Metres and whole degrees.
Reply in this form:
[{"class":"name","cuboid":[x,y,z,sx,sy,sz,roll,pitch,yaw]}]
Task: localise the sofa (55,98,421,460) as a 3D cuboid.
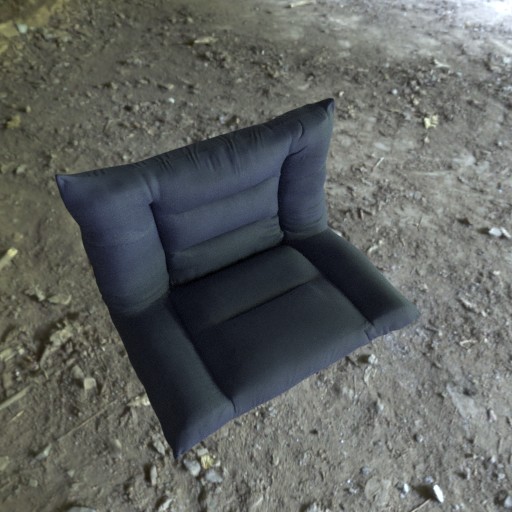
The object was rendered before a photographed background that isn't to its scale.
[{"class":"sofa","cuboid":[0.000,0.000,1.686,1.122,0.778,0.849,-23,51,-21]}]
